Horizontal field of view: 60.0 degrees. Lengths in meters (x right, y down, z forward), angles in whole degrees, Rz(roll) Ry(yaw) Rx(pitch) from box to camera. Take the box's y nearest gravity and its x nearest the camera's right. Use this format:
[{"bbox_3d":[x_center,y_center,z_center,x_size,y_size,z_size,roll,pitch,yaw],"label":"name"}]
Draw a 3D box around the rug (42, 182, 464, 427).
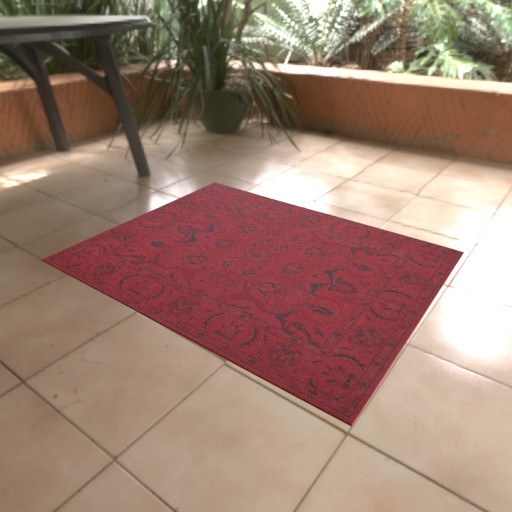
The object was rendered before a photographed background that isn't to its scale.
[{"bbox_3d":[0.000,0.000,3.895,2.929,0.012,2.300,20,36,31],"label":"rug"}]
